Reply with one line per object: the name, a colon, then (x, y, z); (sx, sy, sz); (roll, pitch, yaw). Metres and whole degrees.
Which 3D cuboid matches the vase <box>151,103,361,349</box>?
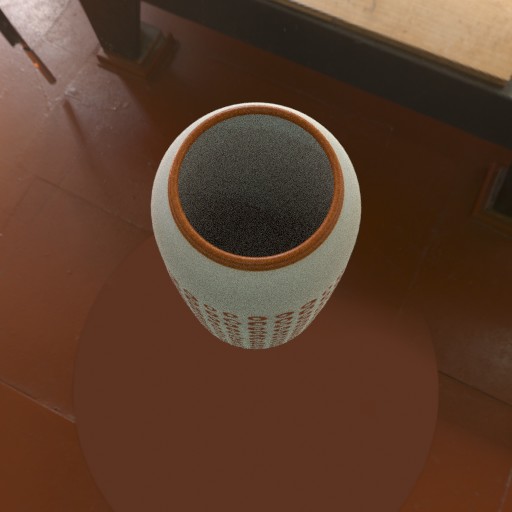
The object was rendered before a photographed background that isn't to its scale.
vase: (0.000, 0.000, 0.344); (0.133, 0.282, 0.133); (0, 75, 0)
